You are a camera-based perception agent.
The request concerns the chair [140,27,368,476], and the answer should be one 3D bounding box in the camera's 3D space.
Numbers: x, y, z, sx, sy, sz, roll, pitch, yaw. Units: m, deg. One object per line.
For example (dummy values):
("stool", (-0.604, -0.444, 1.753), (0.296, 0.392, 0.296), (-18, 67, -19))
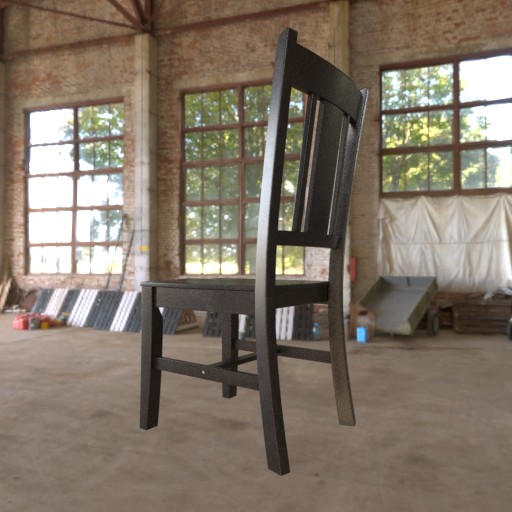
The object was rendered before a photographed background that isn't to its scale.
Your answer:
("chair", (0.000, 0.000, 1.296), (0.555, 0.998, 0.450), (-1, -1, 36))
